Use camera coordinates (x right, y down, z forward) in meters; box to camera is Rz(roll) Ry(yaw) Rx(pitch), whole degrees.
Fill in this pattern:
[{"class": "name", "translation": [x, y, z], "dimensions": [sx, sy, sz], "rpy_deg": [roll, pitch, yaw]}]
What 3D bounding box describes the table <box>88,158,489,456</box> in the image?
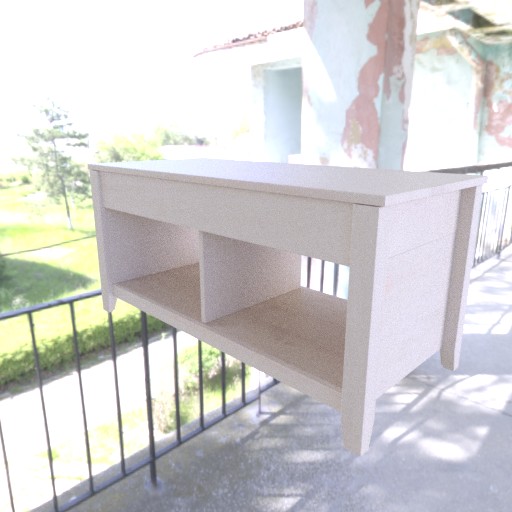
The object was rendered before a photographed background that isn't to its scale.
[{"class": "table", "translation": [0.000, 0.000, 1.246], "dimensions": [1.016, 0.483, 0.457], "rpy_deg": [15, 22, 43]}]
